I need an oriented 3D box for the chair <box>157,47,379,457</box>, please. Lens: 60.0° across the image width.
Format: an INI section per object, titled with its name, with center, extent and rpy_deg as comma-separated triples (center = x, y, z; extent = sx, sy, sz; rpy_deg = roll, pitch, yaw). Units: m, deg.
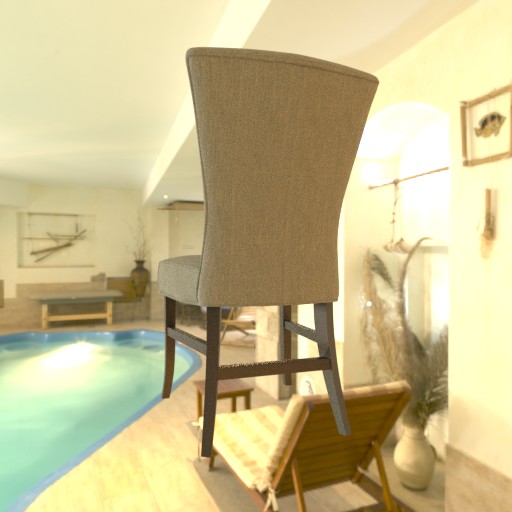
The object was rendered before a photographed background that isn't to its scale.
[chair]
center = 0.000, 0.000, 1.346
extent = 0.520, 0.991, 0.660
rpy_deg = 0, 0, -19
